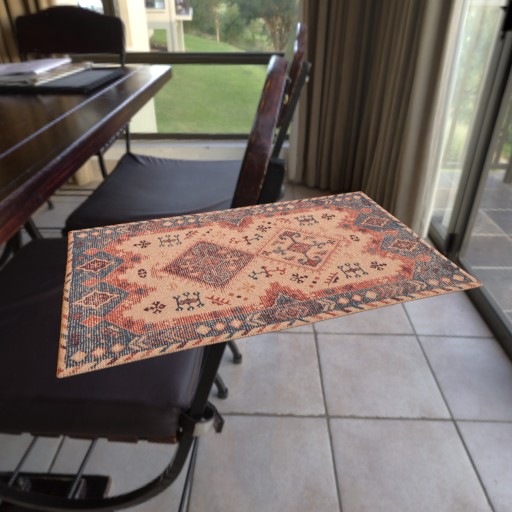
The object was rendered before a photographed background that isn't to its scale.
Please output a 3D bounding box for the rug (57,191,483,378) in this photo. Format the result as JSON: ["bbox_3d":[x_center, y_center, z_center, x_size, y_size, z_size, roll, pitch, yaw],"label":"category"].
[{"bbox_3d":[0.000,0.000,3.026,2.464,0.023,1.521,-10,33,-15],"label":"rug"}]
